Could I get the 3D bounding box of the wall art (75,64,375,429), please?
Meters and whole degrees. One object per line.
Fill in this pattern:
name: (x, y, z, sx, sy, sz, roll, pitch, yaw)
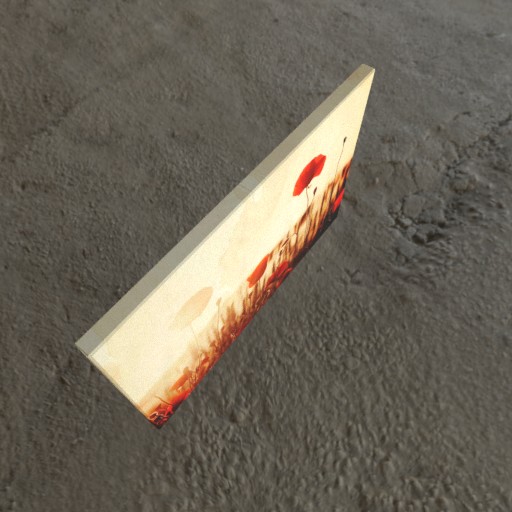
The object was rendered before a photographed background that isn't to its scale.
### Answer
wall art: (0.000, 0.000, 1.156, 0.038, 0.602, 0.918, 33, 64, 19)
